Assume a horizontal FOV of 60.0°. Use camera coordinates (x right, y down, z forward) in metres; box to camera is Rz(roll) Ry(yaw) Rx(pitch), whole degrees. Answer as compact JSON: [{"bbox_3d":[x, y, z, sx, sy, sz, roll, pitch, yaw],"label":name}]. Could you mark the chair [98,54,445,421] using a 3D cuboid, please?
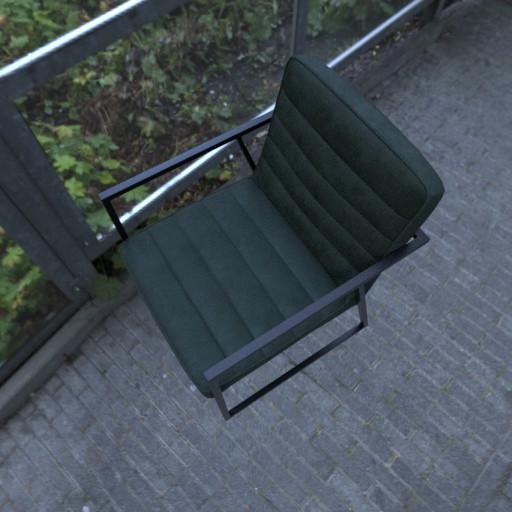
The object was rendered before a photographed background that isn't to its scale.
[{"bbox_3d":[0.000,0.000,1.296,0.677,0.833,0.571,-30,66,-15],"label":"chair"}]
